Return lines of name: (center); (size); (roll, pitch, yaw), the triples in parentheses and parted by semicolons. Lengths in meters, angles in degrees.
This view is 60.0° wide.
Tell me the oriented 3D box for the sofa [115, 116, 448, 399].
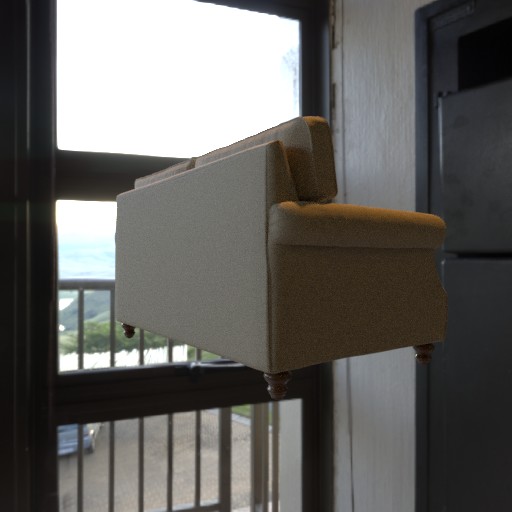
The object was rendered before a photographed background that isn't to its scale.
sofa: (0.000, 0.000, 2.228); (0.964, 0.937, 1.665); (0, 0, -36)
